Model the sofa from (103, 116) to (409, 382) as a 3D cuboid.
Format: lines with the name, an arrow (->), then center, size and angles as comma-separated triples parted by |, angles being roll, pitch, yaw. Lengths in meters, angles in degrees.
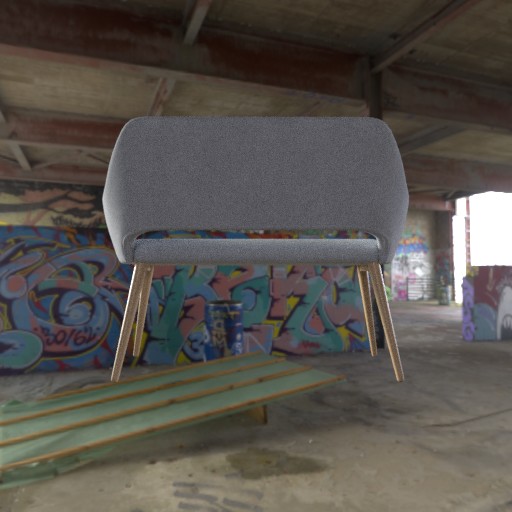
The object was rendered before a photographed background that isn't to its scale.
sofa -> 0.000, 0.000, 1.637 | 1.150, 0.840, 0.610 | 0, -2, 0
